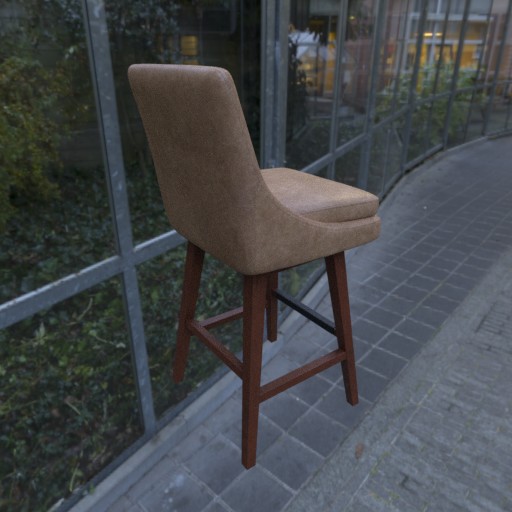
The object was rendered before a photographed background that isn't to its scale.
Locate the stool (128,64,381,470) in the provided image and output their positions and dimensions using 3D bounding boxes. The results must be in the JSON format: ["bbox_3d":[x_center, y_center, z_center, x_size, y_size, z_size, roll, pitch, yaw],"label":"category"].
[{"bbox_3d":[0.000,0.000,1.354,0.572,1.079,0.487,-16,29,-32],"label":"stool"}]
